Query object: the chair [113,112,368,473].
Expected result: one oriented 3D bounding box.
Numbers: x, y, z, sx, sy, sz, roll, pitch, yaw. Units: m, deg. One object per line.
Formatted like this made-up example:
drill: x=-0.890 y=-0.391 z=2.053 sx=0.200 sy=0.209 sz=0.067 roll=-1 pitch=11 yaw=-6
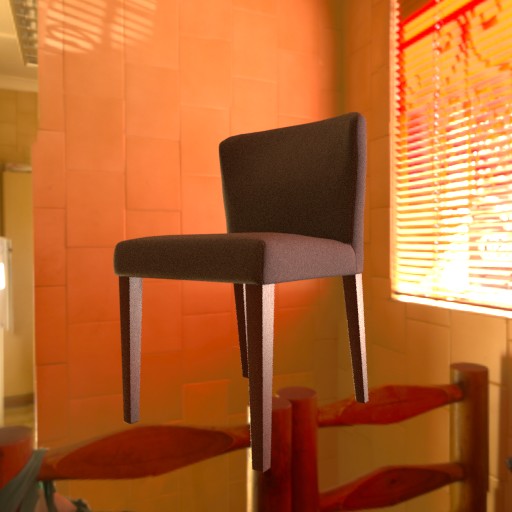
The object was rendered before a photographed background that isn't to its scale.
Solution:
chair: x=0.000 y=0.000 z=1.204 sx=0.491 sy=0.839 sz=0.592 roll=1 pitch=1 yaw=37
